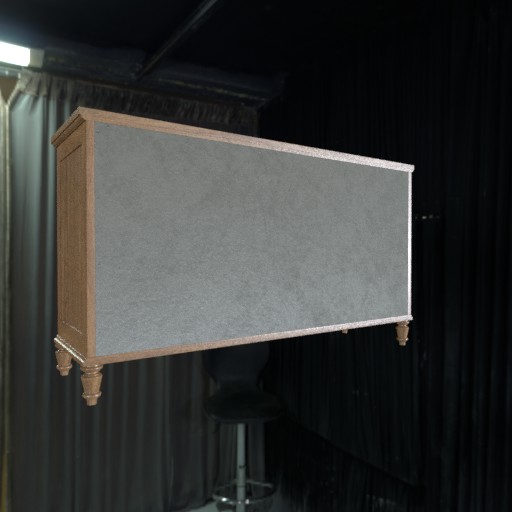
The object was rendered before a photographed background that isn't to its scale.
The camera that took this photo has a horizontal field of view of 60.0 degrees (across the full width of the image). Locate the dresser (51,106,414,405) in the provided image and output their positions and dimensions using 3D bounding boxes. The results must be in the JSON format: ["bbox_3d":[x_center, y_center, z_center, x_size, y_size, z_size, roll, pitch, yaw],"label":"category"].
[{"bbox_3d":[0.000,0.000,1.945,1.583,0.892,0.468,-1,1,-35],"label":"dresser"}]
